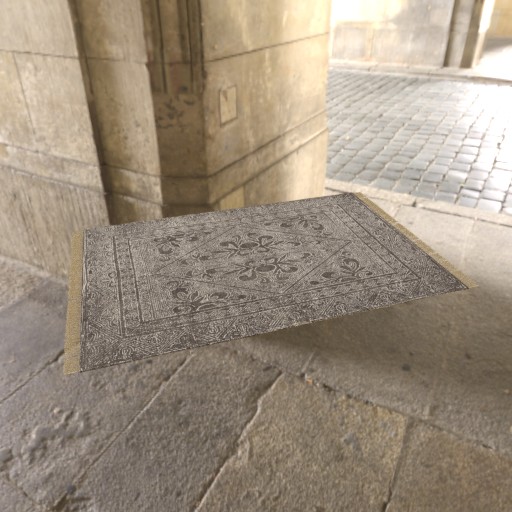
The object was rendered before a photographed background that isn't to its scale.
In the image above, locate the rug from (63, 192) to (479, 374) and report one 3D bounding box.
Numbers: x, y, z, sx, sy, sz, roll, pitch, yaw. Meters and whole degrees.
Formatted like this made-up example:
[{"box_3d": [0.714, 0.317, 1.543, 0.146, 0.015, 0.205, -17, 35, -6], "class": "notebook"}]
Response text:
[{"box_3d": [0.000, 0.000, 3.062, 2.440, 0.010, 1.529, -10, 33, -15], "class": "rug"}]
